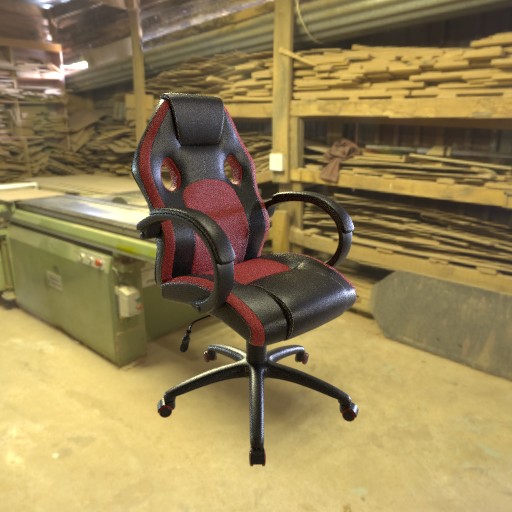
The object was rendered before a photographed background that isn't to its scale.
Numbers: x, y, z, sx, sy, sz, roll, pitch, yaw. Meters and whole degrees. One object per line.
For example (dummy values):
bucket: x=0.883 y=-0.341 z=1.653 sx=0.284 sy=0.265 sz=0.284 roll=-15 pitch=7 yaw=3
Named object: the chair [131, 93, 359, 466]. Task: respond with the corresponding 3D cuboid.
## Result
chair: x=0.000 y=0.000 z=1.670 sx=0.750 sy=1.189 sz=0.783 roll=-14 pitch=21 yaw=-42
